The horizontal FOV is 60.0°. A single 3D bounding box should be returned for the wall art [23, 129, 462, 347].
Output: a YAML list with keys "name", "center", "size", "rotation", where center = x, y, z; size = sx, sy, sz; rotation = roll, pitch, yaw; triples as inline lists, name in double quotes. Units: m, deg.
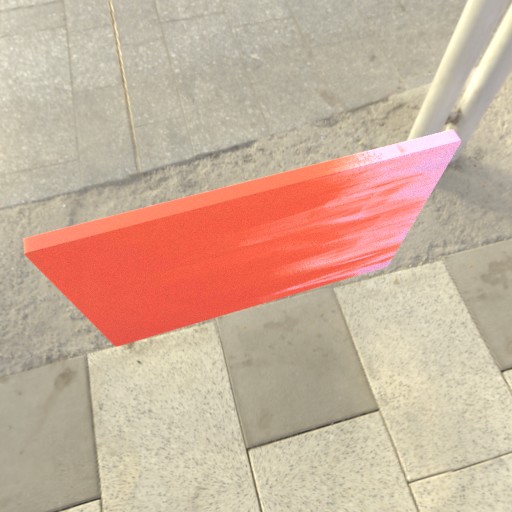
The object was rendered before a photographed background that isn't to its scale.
- name: "wall art"
  center: [0.000, 0.000, 1.160]
  size: [0.913, 0.609, 0.040]
  rotation: [-16, 63, -8]
